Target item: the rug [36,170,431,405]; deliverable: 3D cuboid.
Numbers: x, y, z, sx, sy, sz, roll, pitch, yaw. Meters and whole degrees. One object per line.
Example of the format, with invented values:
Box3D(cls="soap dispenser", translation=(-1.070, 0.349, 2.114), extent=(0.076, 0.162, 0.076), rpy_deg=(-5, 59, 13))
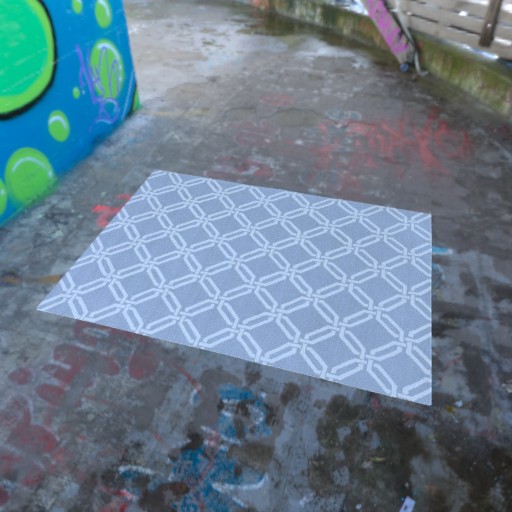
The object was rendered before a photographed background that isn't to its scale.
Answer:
Box3D(cls="rug", translation=(0.000, 0.000, 2.802), extent=(2.133, 0.013, 1.522), rpy_deg=(11, 44, 12))
